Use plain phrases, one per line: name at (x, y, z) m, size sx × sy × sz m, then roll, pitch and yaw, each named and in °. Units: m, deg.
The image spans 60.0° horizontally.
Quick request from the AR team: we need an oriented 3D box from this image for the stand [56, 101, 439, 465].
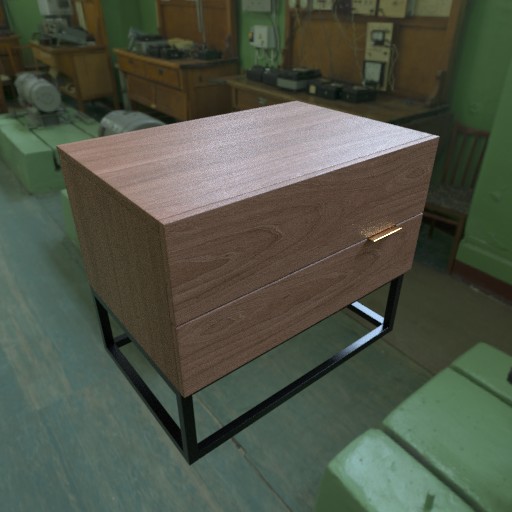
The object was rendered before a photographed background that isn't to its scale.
stand at (0.000, 0.000, 0.959) m, size 0.600 × 0.500 × 0.420 m, roll -22°, pitch 38°, yaw -32°
